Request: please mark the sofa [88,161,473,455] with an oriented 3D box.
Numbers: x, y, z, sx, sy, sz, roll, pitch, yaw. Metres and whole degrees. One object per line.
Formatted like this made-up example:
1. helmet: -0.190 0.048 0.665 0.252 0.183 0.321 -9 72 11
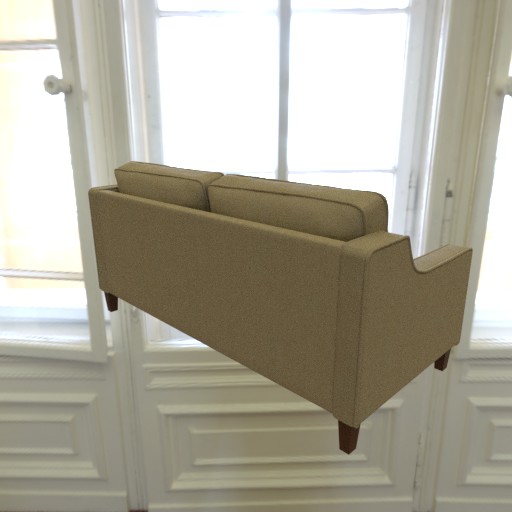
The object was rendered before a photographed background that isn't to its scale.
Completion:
1. sofa: 0.000 0.000 2.731 1.066 1.071 2.178 -16 23 -42
